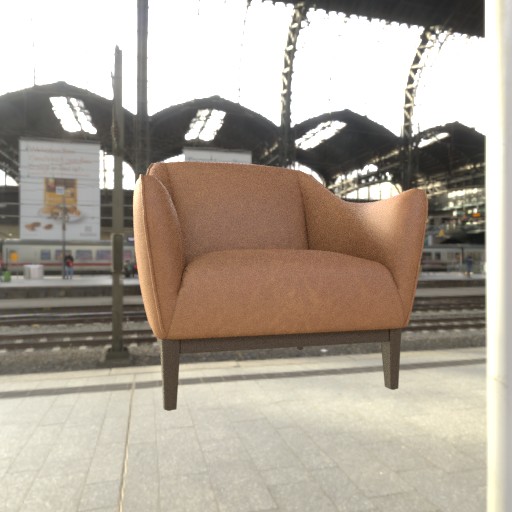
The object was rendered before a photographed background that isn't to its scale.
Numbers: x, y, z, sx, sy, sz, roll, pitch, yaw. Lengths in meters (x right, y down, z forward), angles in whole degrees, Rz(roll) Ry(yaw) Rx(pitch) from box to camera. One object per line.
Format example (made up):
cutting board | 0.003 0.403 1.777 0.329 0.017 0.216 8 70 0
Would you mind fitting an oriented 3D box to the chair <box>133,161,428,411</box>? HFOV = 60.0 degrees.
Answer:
chair | 0.000 0.000 1.613 0.871 0.830 0.852 0 -1 -16
